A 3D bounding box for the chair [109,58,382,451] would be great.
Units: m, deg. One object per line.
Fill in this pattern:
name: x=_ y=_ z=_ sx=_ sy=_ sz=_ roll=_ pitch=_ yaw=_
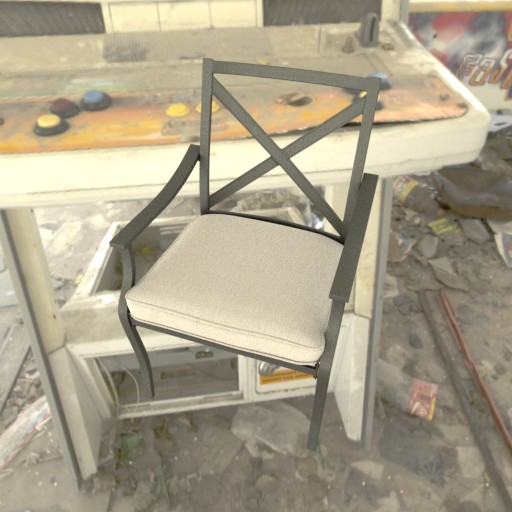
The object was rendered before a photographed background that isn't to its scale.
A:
chair: x=0.000 y=0.000 z=1.278 sx=0.575 sy=0.889 sz=0.620 roll=13 pitch=43 yaw=14
